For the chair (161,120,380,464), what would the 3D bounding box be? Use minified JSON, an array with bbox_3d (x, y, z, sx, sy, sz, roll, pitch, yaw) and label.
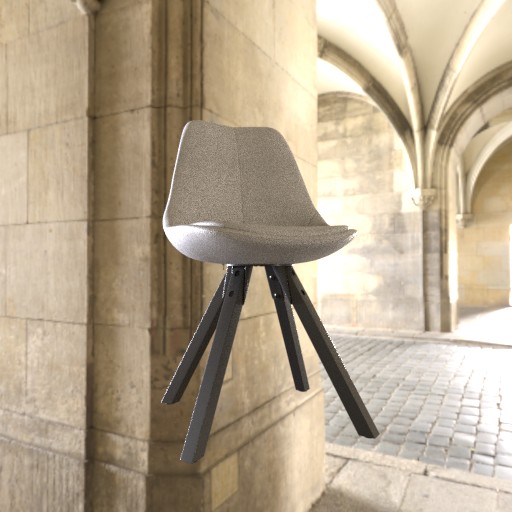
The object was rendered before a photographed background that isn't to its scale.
[{"bbox_3d":[0.000,0.000,1.187,0.485,0.850,0.550,0,-1,-18],"label":"chair"}]
